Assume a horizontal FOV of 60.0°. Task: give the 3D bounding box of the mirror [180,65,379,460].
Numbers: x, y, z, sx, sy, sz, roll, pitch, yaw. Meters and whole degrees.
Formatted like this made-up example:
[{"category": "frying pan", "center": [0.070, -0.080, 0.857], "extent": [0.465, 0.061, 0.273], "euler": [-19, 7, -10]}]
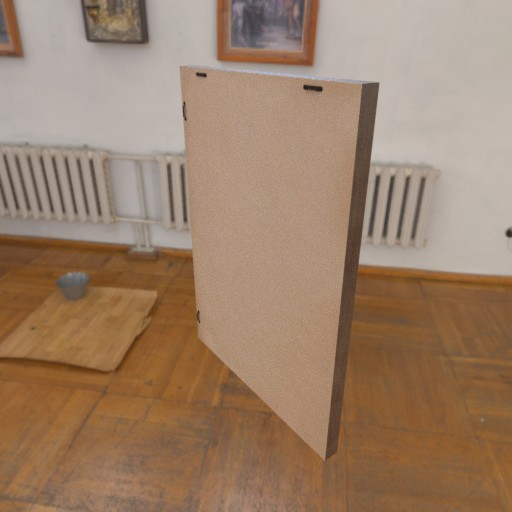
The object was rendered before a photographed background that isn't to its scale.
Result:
[{"category": "mirror", "center": [0.000, 0.000, 0.926], "extent": [0.040, 0.710, 0.507], "euler": [-18, 32, -32]}]
